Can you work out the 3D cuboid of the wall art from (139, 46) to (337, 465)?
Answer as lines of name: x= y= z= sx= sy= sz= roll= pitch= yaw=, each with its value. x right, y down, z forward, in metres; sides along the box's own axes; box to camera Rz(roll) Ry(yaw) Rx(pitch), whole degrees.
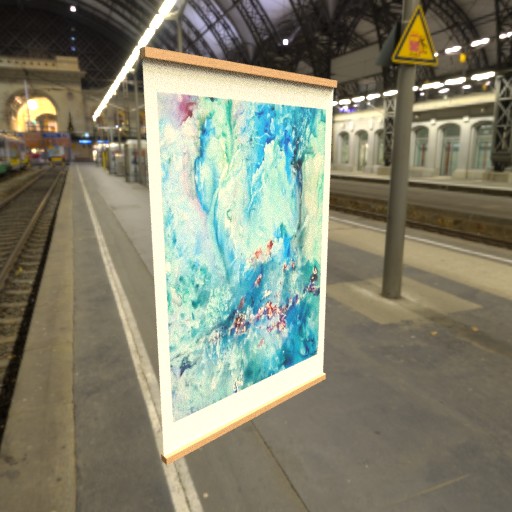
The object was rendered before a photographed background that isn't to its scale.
wall art: x=0.000 y=0.000 z=1.284 sx=0.669 sy=1.020 sz=0.027 roll=-12 pitch=18 yaw=-42
